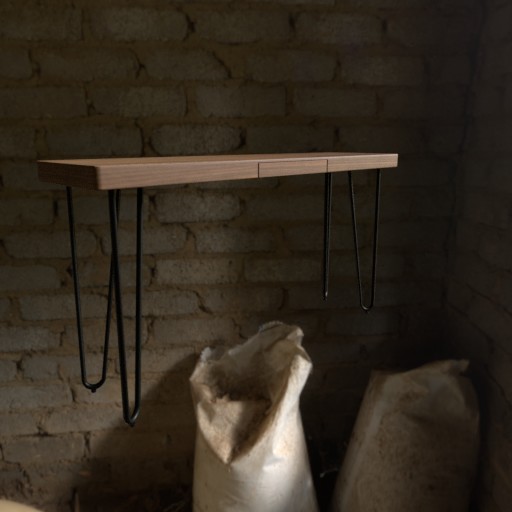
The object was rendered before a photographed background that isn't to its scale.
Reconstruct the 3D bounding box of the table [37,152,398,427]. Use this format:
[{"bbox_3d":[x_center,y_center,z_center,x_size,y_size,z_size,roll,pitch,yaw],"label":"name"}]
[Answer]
[{"bbox_3d":[0.000,0.000,1.905,1.570,0.834,0.425,-14,20,-43],"label":"table"}]
